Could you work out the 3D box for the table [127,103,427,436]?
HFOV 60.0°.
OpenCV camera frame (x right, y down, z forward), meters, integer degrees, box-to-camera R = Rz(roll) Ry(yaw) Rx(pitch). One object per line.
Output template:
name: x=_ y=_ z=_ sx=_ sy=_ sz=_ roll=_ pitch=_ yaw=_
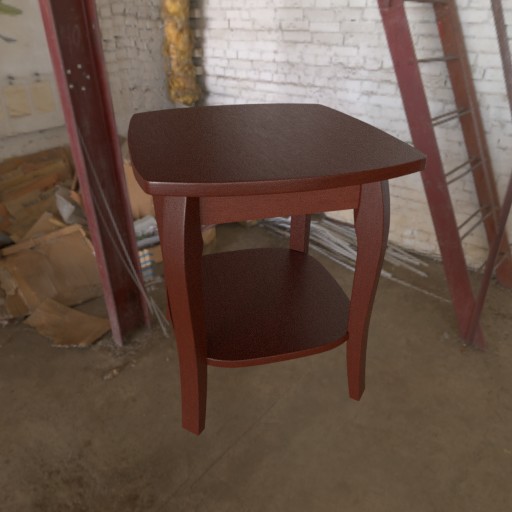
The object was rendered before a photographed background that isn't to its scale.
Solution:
table: x=0.000 y=0.000 z=0.889 sx=0.433 sy=0.496 sz=0.502 roll=-7 pitch=30 yaw=-13
